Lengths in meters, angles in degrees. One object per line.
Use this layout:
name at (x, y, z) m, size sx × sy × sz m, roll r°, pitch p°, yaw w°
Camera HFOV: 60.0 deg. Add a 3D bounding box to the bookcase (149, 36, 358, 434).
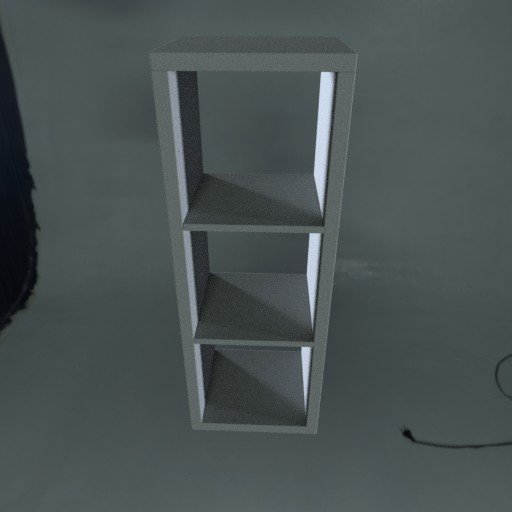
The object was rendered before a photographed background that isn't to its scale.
bookcase at (0.000, 0.000, 1.244) m, size 0.390 × 1.080 × 0.330 m, roll 1°, pitch 31°, yaw 2°
